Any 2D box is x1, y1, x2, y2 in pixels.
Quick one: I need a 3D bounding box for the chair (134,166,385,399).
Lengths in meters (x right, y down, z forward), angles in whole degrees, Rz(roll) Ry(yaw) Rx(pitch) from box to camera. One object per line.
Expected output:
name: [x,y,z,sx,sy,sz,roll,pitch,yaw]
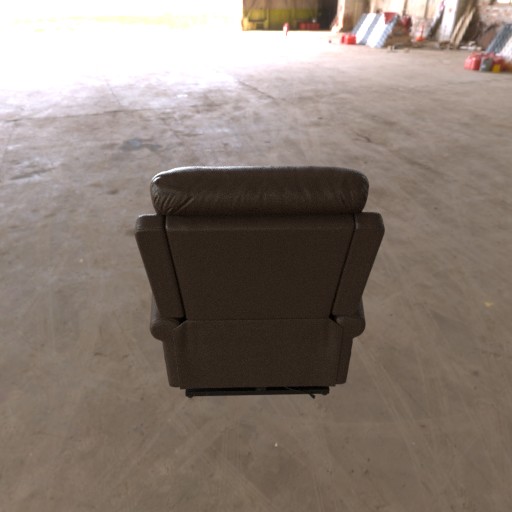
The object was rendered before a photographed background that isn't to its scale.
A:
chair: [0.000,0.000,1.782,0.869,1.028,0.978,-1,31,-1]
